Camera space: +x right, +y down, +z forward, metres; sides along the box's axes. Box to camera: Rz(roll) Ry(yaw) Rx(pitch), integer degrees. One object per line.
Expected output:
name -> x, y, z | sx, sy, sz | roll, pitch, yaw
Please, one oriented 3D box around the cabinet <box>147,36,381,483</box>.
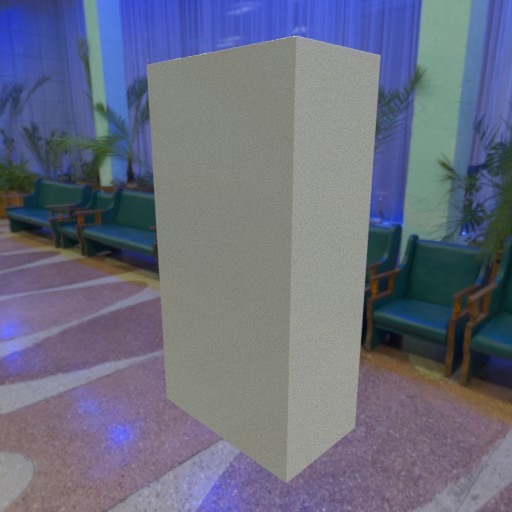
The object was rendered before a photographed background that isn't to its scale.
cabinet -> 0.000, 0.000, 2.352 | 0.980, 1.920, 0.580 | 15, 21, 43
